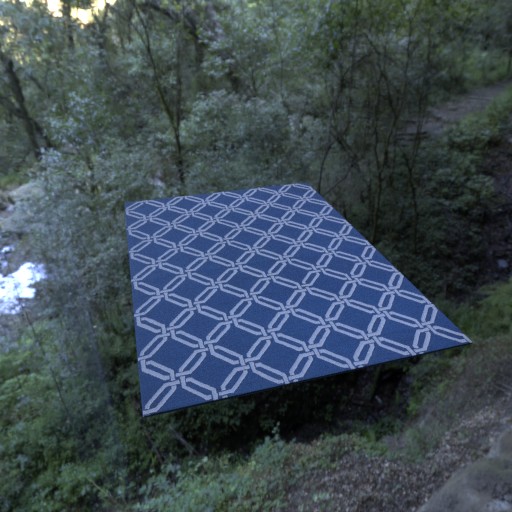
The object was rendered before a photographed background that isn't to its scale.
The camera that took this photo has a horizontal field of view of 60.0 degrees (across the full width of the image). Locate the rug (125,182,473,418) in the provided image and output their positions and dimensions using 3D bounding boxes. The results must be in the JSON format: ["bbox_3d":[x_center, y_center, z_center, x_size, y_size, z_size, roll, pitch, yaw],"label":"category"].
[{"bbox_3d":[0.000,0.000,4.411,2.432,0.018,3.342,-8,32,-14],"label":"rug"}]
